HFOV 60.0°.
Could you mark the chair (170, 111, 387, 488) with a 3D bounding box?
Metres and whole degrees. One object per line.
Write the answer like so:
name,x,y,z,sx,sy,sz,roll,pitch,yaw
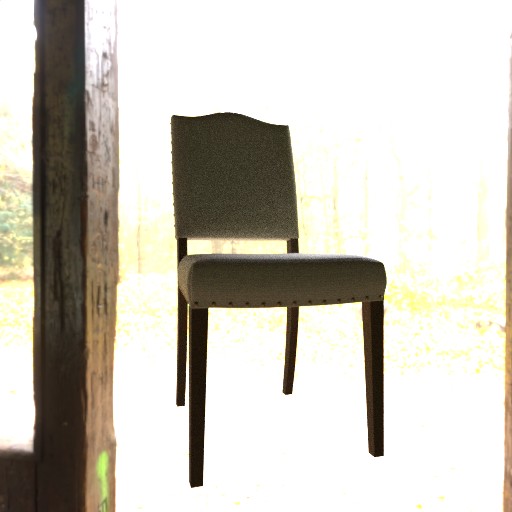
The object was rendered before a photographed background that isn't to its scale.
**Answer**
chair,0.000,0.000,1.329,0.508,1.015,0.619,0,1,-18
